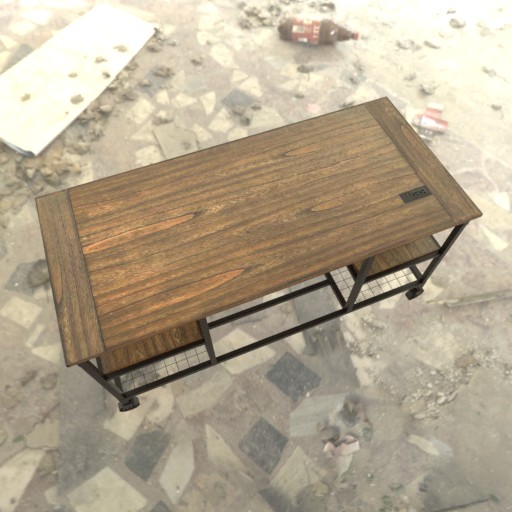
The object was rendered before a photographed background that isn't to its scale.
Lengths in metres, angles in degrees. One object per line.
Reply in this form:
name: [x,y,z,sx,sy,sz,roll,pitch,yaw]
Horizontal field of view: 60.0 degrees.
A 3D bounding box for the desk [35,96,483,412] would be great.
desk: [0.000,0.000,2.012,1.590,0.751,0.711,-19,61,-11]
